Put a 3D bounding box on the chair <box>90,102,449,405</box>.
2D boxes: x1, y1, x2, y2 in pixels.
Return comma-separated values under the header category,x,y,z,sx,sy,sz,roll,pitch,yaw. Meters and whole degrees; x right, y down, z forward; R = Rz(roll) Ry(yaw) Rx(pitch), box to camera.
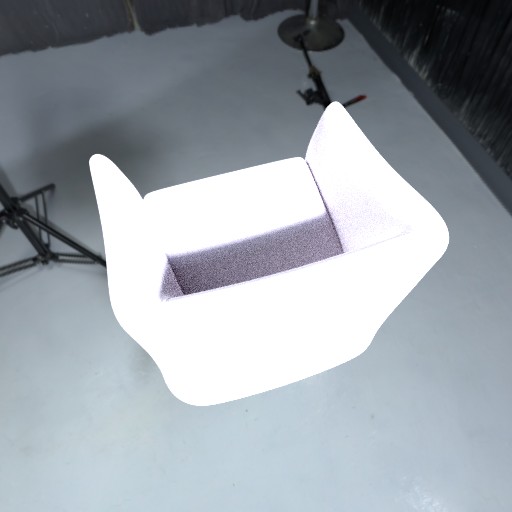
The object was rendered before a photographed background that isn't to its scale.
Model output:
category,x,y,z,sx,sy,sz,roll,pitch,yaw
chair,0.000,0.000,1.337,0.790,0.720,0.700,-15,58,-10
